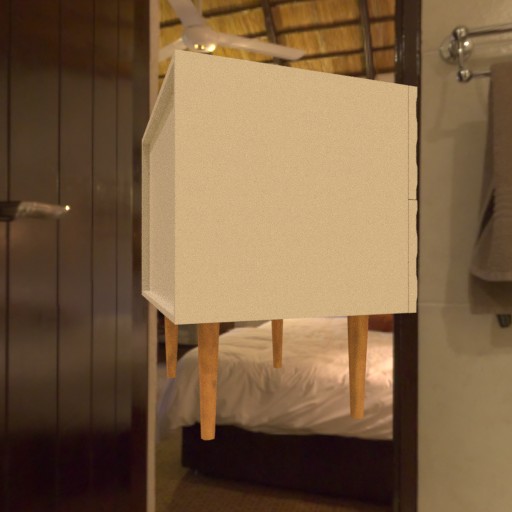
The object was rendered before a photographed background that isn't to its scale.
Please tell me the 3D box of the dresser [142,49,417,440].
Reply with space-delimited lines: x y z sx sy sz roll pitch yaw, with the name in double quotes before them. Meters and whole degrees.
"dresser" 0.000 0.000 0.915 0.414 0.568 0.503 0 0 -19
